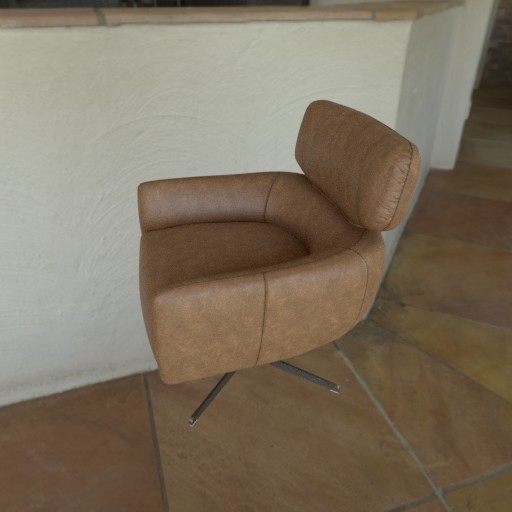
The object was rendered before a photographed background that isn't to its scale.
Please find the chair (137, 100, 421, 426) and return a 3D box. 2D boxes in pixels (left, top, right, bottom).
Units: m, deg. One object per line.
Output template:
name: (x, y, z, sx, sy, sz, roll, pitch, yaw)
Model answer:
chair: (0.000, 0.000, 1.355, 0.715, 0.812, 0.706, -8, 32, -13)
